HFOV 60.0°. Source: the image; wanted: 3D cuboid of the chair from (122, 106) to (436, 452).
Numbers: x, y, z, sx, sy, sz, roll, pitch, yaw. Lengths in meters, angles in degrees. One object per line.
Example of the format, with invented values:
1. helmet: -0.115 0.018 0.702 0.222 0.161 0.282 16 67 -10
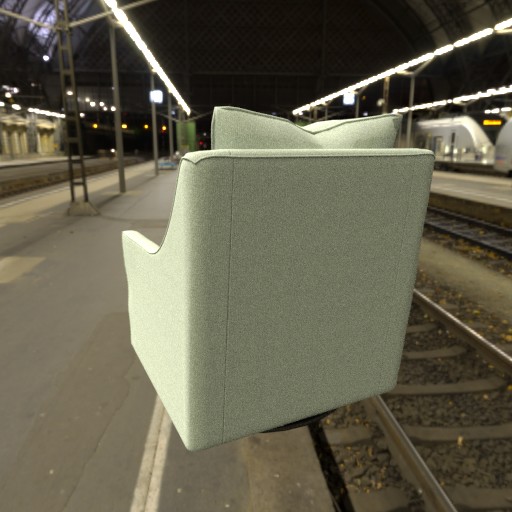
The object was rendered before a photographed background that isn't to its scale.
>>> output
1. chair: 0.000 0.000 1.551 0.760 0.926 0.870 -7 16 -26
